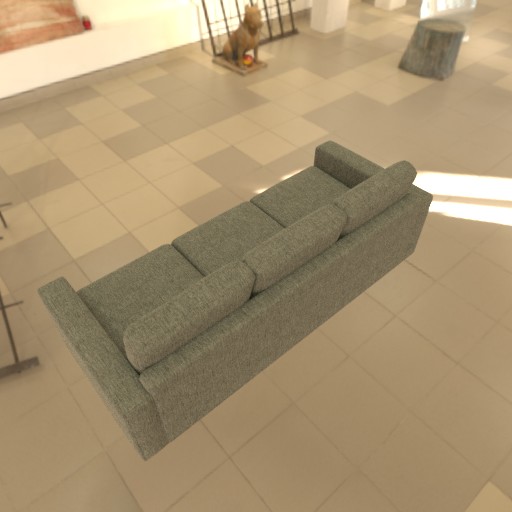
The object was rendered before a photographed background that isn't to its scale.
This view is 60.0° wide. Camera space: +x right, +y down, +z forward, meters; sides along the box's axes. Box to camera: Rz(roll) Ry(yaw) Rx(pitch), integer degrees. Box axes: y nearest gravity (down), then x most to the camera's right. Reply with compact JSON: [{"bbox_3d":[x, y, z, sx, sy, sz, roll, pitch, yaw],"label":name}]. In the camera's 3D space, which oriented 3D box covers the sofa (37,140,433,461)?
[{"bbox_3d":[0.000,0.000,2.575,2.160,0.800,0.900,-32,53,-27],"label":"sofa"}]
